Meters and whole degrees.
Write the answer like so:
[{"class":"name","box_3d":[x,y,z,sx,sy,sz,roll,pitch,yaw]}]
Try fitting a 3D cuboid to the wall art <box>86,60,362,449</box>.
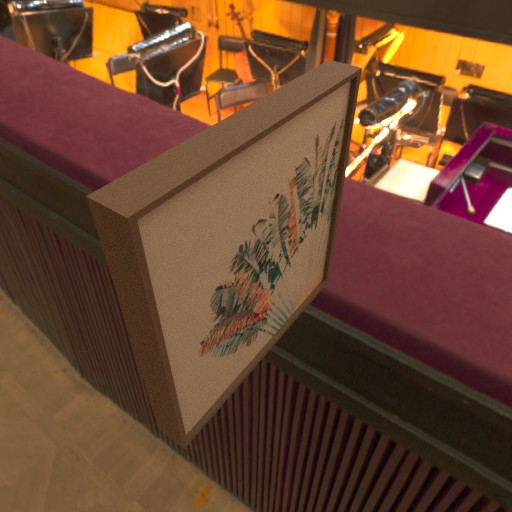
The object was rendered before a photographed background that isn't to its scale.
[{"class":"wall art","box_3d":[0.000,0.000,0.460,0.038,0.303,0.304,26,49,26]}]
